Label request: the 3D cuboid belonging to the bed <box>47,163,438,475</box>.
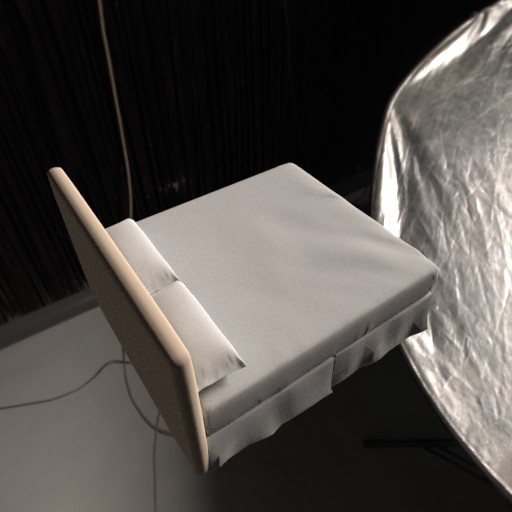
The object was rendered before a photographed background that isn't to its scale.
[{"bbox_3d":[0.000,0.000,3.256,2.142,1.330,1.884,-26,49,-24],"label":"bed"}]
